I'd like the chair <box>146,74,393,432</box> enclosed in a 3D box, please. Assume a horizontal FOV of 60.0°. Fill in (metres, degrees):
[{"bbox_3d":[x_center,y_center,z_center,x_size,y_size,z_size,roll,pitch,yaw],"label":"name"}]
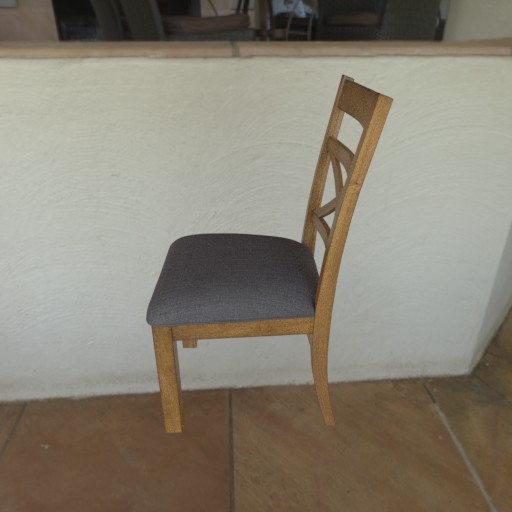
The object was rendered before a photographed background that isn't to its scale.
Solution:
[{"bbox_3d":[0.000,0.000,1.295,0.581,0.949,0.470,0,27,-1],"label":"chair"}]
